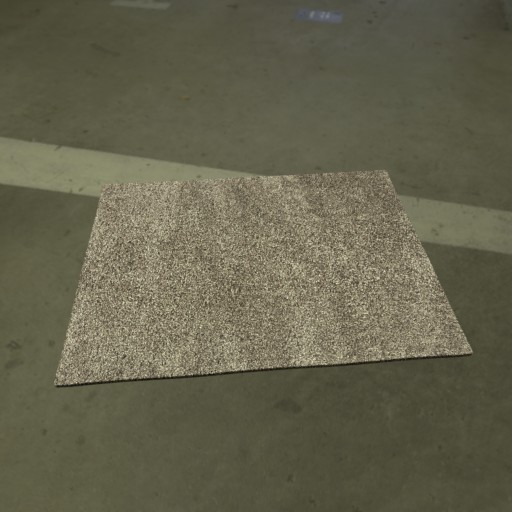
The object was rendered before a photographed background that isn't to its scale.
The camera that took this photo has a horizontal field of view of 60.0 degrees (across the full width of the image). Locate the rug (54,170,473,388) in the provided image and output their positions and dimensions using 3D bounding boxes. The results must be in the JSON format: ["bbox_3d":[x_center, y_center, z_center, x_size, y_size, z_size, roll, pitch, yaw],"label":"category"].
[{"bbox_3d":[0.000,0.000,2.093,1.601,0.025,1.198,-4,47,-3],"label":"rug"}]
